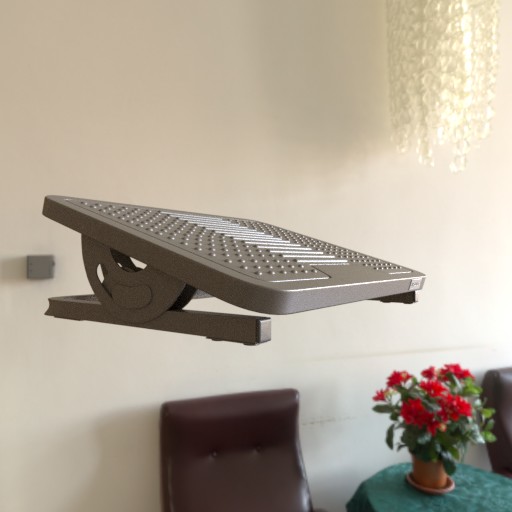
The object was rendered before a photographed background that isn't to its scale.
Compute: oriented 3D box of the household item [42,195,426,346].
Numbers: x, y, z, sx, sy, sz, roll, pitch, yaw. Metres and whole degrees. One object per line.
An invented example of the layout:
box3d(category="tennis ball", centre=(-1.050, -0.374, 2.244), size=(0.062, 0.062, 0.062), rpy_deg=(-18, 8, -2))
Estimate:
box3d(category="household item", centre=(0.000, 0.000, 0.523), size=(0.301, 0.126, 0.390), rpy_deg=(0, -1, 36))
